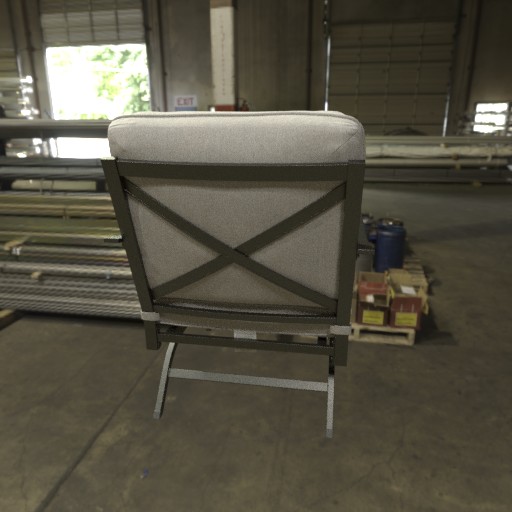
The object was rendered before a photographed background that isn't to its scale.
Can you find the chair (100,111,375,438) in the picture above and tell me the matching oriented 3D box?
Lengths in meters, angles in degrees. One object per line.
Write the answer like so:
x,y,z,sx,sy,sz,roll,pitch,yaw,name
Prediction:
0.000,0.000,1.398,0.650,0.860,0.787,3,17,9,chair
